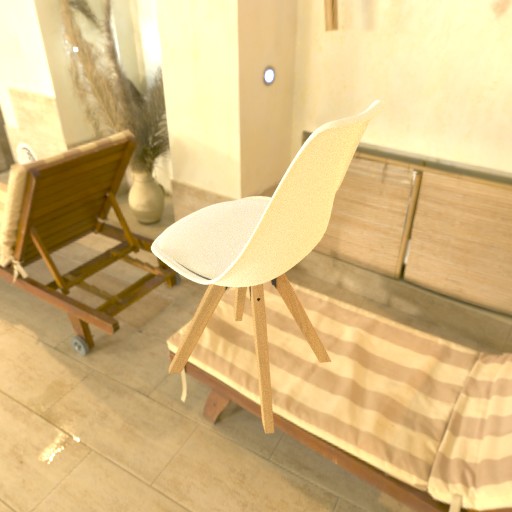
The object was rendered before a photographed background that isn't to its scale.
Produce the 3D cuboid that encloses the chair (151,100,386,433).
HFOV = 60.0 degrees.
[{"bbox_3d":[0.000,0.000,1.211,0.550,0.849,0.485,21,37,30],"label":"chair"}]
